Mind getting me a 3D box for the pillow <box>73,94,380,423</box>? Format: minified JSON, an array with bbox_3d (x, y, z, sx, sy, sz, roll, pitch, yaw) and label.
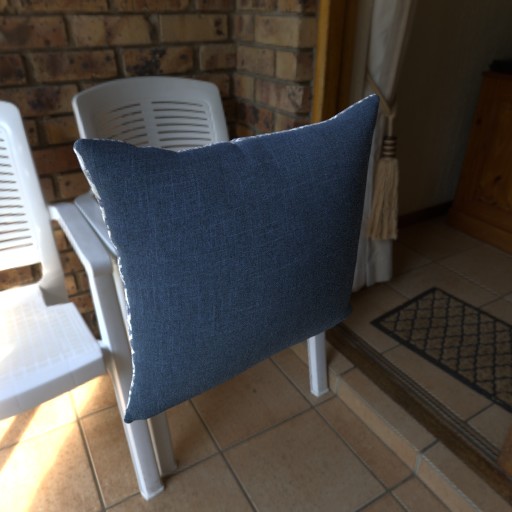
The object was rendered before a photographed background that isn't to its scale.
[{"bbox_3d":[0.000,0.000,0.770,0.546,0.487,0.180,-20,35,-31],"label":"pillow"}]
